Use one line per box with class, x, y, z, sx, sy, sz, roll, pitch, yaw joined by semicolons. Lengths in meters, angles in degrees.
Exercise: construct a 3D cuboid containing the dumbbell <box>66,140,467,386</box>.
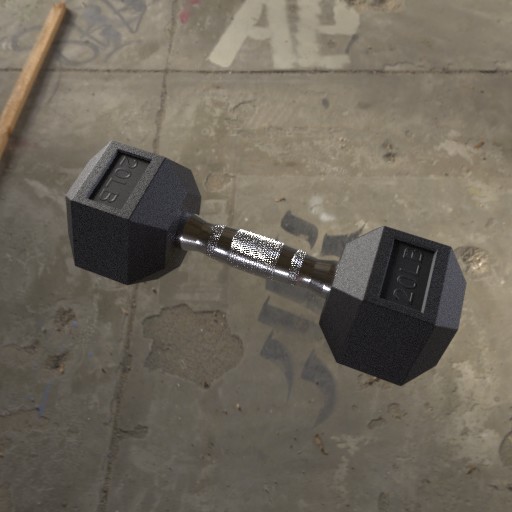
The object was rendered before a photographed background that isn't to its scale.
dumbbell;0.000;0.000;0.348;0.297;0.101;0.116;19;65;9
